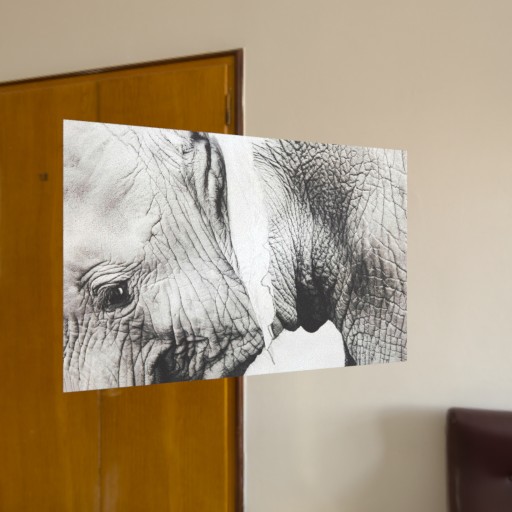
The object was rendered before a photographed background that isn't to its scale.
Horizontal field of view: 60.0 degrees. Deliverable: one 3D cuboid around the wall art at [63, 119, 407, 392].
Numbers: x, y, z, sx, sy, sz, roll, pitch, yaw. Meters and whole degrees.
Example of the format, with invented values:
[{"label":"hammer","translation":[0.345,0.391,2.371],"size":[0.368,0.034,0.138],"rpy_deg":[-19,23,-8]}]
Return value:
[{"label":"wall art","translation":[0.000,0.000,1.143],"size":[0.914,0.607,0.023],"rpy_deg":[0,0,-19]}]
